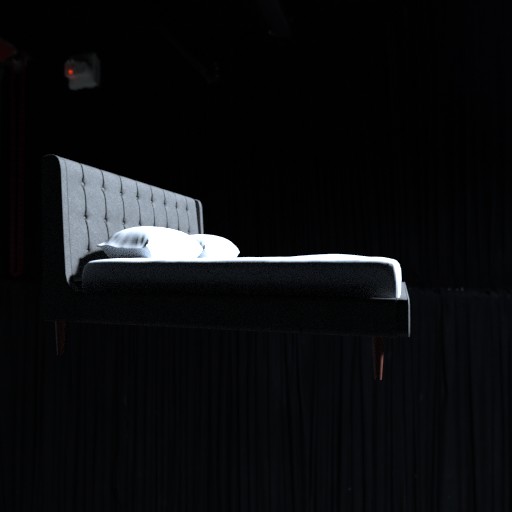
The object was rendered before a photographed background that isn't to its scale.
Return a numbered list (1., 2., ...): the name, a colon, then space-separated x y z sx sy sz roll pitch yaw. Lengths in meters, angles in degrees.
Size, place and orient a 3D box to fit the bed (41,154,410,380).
1. bed: 0.000 0.000 2.544 1.638 0.933 1.531 0 -1 18
